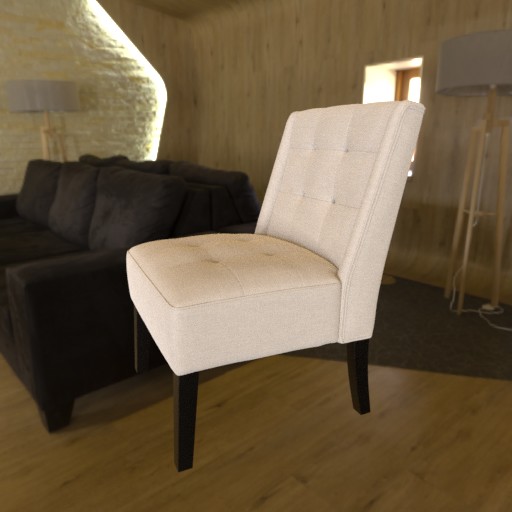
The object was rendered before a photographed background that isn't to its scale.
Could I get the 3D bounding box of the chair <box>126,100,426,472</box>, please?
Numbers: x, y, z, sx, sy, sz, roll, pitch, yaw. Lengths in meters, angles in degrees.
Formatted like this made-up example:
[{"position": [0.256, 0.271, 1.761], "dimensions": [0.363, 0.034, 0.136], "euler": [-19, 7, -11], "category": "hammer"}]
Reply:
[{"position": [0.000, 0.000, 1.295], "dimensions": [0.676, 0.853, 0.569], "euler": [-7, 16, -24], "category": "chair"}]
